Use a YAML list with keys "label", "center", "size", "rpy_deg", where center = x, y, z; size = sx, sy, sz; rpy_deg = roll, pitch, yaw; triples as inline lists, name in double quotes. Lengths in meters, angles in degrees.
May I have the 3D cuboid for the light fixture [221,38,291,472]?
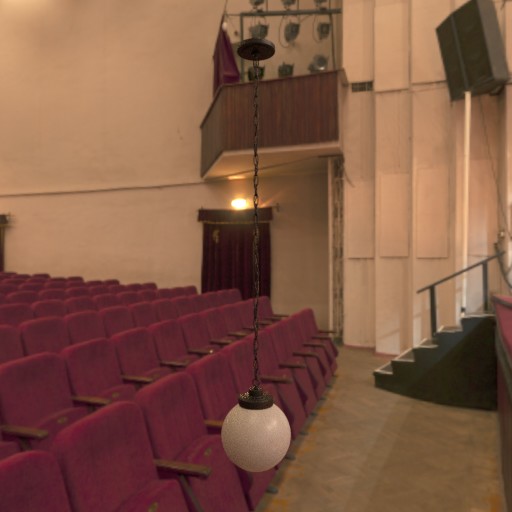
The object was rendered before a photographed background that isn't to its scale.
- label: "light fixture"
  center: [0.000, 0.000, 1.967]
  size: [0.305, 1.867, 0.304]
  rpy_deg: [0, -1, 18]
